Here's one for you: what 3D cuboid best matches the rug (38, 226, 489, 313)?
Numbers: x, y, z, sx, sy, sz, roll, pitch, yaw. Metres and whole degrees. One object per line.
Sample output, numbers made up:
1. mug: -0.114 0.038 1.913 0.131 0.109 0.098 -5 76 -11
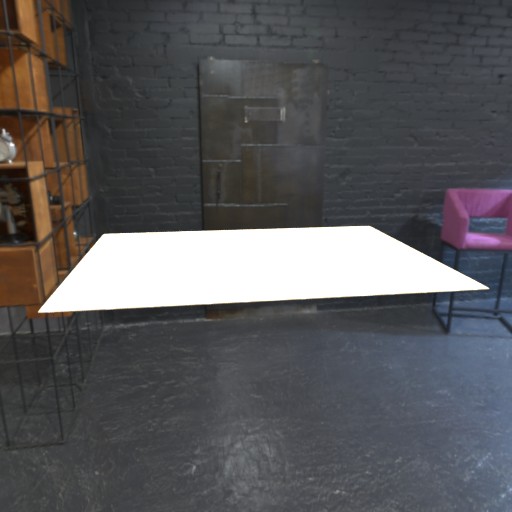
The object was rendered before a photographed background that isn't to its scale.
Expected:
1. rug: 0.000 0.000 4.397 3.353 0.010 2.438 -2 16 -8
